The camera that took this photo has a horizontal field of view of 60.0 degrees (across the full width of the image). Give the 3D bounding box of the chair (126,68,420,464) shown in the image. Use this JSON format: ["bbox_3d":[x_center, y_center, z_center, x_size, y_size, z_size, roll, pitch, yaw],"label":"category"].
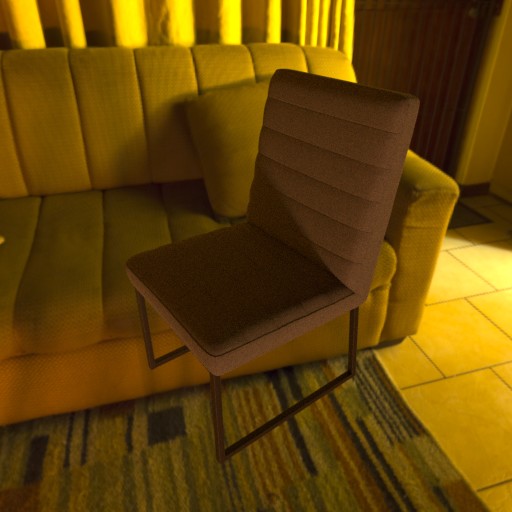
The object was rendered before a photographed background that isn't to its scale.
[{"bbox_3d":[0.000,0.000,1.309,0.634,0.930,0.520,-22,38,-30],"label":"chair"}]
